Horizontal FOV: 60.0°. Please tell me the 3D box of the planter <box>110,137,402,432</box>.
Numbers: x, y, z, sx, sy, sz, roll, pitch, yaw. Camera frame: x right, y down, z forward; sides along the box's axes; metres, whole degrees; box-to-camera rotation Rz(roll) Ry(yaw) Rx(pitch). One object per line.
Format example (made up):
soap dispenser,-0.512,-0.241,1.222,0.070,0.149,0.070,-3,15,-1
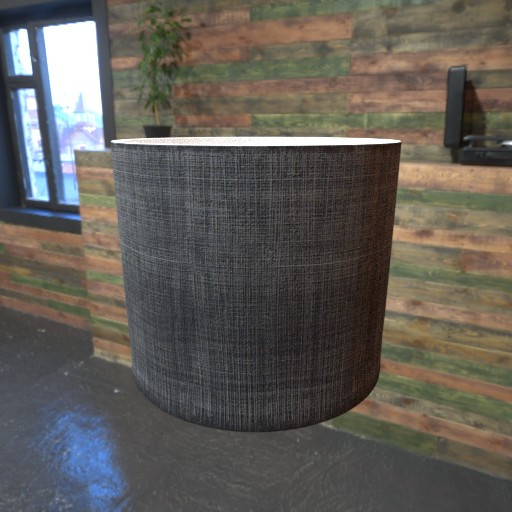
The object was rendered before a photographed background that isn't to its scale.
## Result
planter,0.000,0.000,0.436,0.254,0.221,0.254,0,16,0
